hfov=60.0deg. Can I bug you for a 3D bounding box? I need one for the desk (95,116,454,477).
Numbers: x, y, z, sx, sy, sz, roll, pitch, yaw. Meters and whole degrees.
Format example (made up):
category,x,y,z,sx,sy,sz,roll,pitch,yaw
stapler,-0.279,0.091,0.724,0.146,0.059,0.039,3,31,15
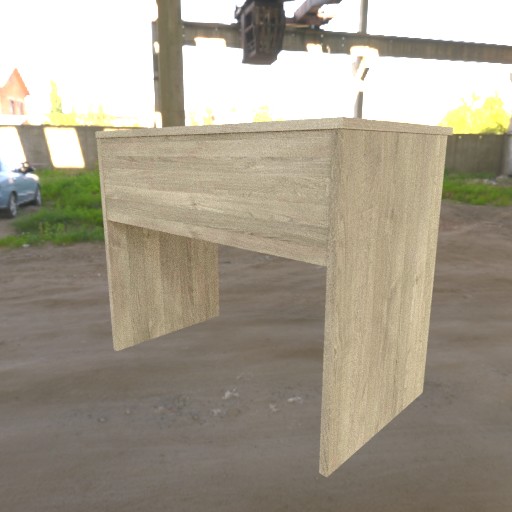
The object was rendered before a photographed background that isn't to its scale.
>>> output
category,x,y,z,sx,sy,sz,roll,pitch,yaw
desk,0.000,0.000,1.319,0.893,0.724,0.498,13,18,42
